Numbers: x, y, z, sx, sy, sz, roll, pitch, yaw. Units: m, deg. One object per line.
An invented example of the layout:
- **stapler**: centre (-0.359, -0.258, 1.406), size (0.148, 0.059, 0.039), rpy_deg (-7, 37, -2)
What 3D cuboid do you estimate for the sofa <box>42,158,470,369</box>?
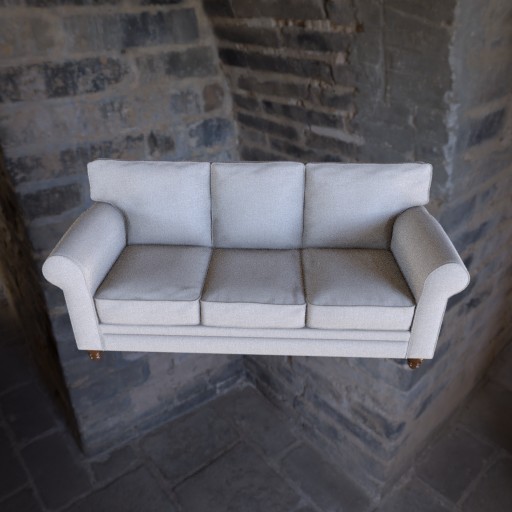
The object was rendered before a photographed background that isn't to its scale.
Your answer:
- **sofa**: centre (0.000, 0.000, 2.571), size (2.084, 0.961, 0.916), rpy_deg (1, 29, 2)
